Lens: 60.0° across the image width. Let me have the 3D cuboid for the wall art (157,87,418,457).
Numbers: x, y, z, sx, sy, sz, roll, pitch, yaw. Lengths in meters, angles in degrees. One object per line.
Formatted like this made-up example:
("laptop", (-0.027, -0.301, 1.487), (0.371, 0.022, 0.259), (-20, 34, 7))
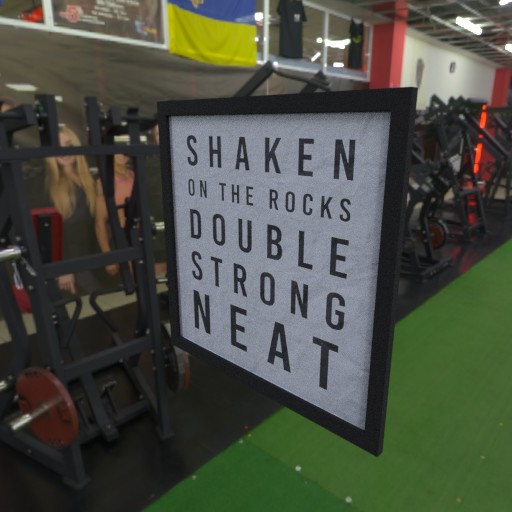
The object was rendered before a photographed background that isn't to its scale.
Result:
("wall art", (0.000, 0.000, 0.675), (0.456, 0.458, 0.013), (15, 22, 41))
